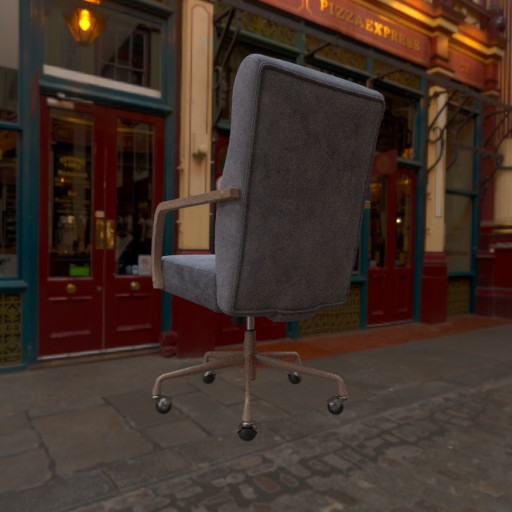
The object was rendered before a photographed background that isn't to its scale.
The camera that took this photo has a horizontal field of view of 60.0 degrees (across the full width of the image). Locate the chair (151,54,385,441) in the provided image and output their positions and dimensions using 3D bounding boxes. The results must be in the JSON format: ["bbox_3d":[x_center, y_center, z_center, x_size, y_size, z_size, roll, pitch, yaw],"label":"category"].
[{"bbox_3d":[0.000,0.000,1.501,0.640,1.029,0.741,0,1,-35],"label":"chair"}]
